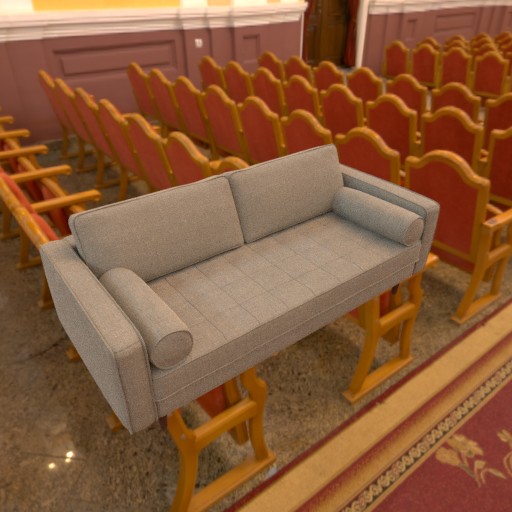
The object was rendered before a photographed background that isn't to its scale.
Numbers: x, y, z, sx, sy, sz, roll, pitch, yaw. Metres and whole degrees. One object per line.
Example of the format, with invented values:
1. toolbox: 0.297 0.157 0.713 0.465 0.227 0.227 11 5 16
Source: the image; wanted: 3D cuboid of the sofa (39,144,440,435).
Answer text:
1. sofa: 0.000 0.000 2.307 1.879 0.762 0.914 -22 39 -31
